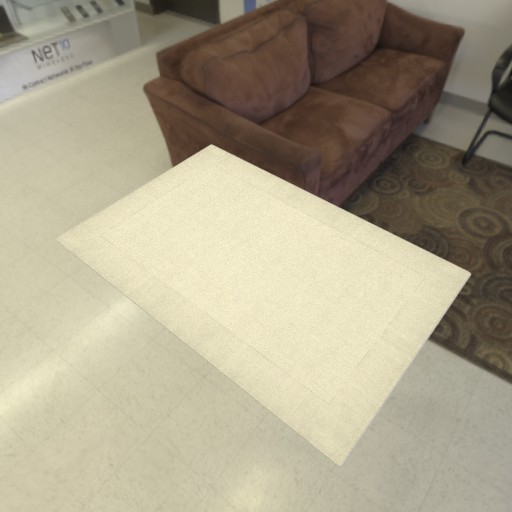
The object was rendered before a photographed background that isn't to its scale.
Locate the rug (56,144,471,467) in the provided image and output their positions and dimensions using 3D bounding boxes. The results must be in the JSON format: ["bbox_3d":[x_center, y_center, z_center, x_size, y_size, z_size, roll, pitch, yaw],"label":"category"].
[{"bbox_3d":[0.000,0.000,2.327,1.829,0.013,1.219,31,54,26],"label":"rug"}]
